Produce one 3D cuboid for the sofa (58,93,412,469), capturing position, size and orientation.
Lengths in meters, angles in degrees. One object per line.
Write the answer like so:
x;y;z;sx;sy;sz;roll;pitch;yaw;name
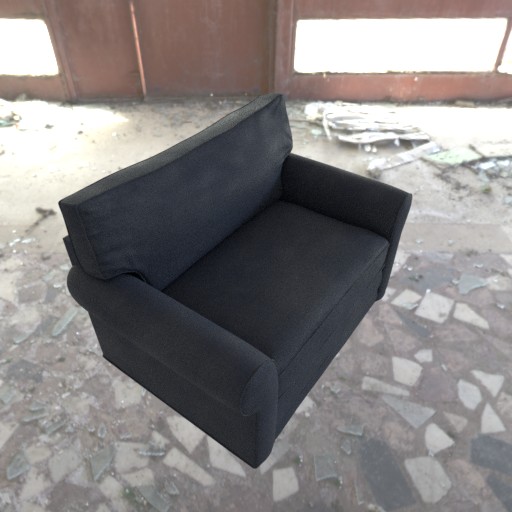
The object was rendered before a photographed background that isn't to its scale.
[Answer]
0.000;0.000;2.030;0.938;1.004;1.405;25;46;27;sofa
